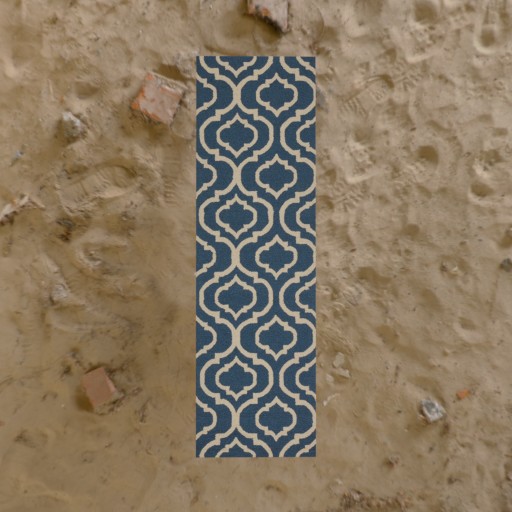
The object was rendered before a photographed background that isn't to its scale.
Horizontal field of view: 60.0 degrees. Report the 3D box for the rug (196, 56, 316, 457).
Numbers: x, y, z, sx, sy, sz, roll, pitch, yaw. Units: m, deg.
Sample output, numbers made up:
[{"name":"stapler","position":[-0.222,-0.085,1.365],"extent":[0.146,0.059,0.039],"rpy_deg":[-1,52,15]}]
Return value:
[{"name":"rug","position":[0.000,0.000,2.540],"extent":[0.685,0.006,2.296],"rpy_deg":[0,90,-1]}]
